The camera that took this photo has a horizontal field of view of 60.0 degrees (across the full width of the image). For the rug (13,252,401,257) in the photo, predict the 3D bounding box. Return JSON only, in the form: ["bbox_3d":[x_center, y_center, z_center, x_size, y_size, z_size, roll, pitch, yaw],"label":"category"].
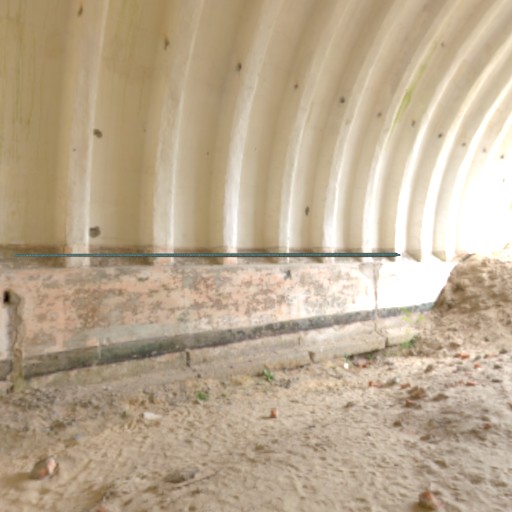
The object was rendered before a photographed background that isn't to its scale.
[{"bbox_3d":[0.000,0.000,3.905,2.350,0.018,2.964,0,0,17],"label":"rug"}]
